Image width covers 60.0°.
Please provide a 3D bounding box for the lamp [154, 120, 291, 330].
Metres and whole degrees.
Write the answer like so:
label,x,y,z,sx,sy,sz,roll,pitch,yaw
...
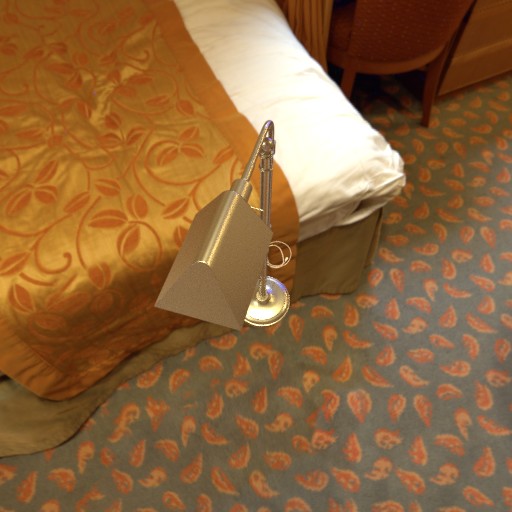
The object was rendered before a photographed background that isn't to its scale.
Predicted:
label,x,y,z,sx,sy,sz,roll,pitch,yaw
lamp,0.000,0.000,0.947,0.159,0.708,0.546,15,60,9
